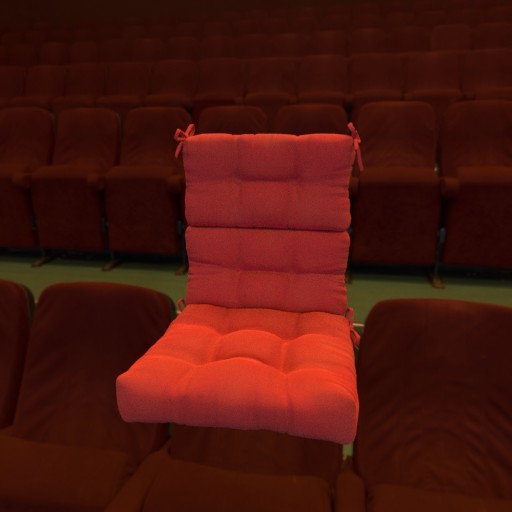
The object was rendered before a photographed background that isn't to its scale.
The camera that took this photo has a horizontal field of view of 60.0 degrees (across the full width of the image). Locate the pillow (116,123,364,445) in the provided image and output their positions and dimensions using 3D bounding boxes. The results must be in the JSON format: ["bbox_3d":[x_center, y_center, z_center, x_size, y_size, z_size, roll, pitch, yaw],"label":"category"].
[{"bbox_3d":[0.000,0.000,1.039,0.519,0.605,0.571,3,16,9],"label":"pillow"}]
